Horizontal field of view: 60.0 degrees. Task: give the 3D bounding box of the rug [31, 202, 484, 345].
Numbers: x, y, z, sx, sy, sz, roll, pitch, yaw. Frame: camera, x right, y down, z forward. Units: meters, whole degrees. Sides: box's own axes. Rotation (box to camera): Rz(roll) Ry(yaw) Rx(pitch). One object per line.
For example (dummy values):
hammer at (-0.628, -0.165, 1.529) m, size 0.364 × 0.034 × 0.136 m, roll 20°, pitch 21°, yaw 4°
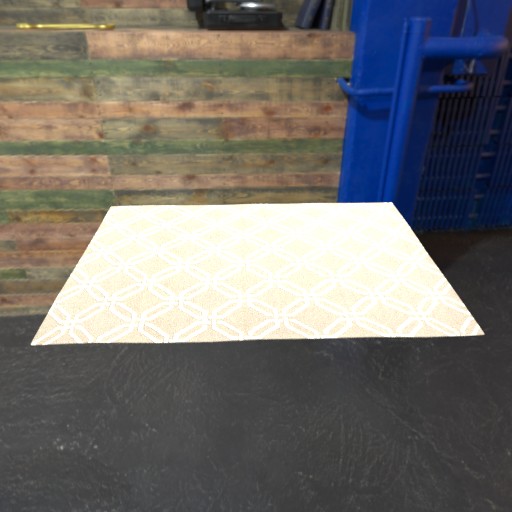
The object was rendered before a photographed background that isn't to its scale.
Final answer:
rug at (0.000, 0.000, 2.706) m, size 2.135 × 0.013 × 1.524 m, roll -1°, pitch 31°, yaw -2°
